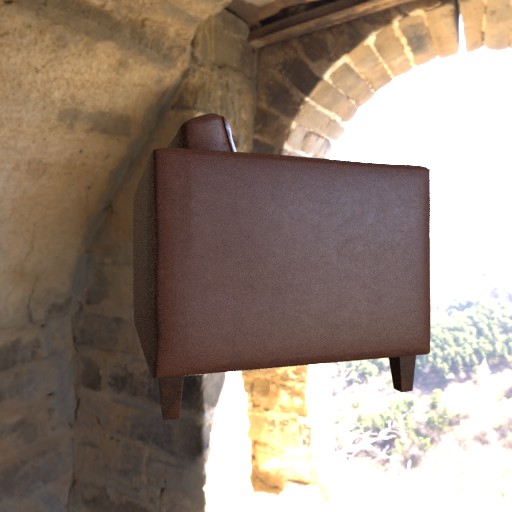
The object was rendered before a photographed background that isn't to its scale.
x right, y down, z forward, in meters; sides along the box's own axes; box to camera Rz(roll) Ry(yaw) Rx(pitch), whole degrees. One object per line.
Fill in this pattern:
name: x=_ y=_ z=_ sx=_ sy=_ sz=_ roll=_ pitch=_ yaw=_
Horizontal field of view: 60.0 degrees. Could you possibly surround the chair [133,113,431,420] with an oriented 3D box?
chair: x=0.000 y=0.000 z=1.856 sx=0.959 sy=0.917 sz=1.107 roll=0 pitch=1 yaw=-18
